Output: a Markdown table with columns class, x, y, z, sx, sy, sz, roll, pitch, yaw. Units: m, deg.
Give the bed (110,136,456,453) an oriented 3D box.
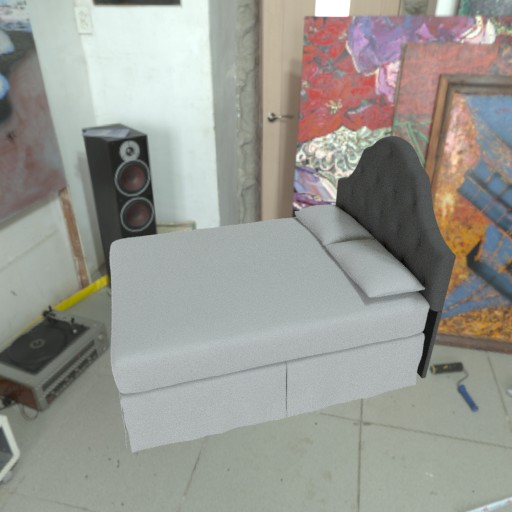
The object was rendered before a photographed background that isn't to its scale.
| class | x | y | z | sx | sy | sz | roll | pitch | yaw |
| --- | --- | --- | --- | --- | --- | --- | --- | --- | --- |
| bed | 0.000 | 0.000 | 3.245 | 2.155 | 1.575 | 1.636 | -8 | 30 | -14 |
